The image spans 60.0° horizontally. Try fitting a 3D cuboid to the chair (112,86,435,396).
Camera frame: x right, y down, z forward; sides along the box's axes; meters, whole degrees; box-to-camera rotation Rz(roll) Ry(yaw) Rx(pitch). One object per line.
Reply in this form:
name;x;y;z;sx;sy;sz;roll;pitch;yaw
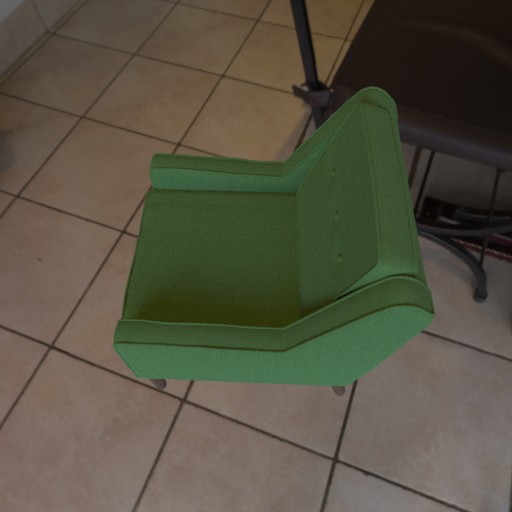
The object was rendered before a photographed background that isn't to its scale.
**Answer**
chair;0.000;0.000;1.332;0.743;0.792;0.663;2;59;1
